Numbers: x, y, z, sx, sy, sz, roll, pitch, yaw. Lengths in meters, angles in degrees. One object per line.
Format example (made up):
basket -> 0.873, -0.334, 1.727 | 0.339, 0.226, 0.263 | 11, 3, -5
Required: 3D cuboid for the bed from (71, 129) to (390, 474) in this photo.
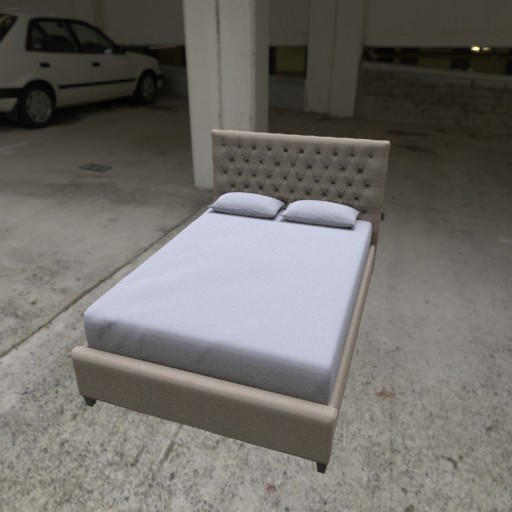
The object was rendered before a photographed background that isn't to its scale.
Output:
bed -> 0.000, 0.000, 3.429 | 1.698, 1.427, 2.387 | 9, 28, 17
